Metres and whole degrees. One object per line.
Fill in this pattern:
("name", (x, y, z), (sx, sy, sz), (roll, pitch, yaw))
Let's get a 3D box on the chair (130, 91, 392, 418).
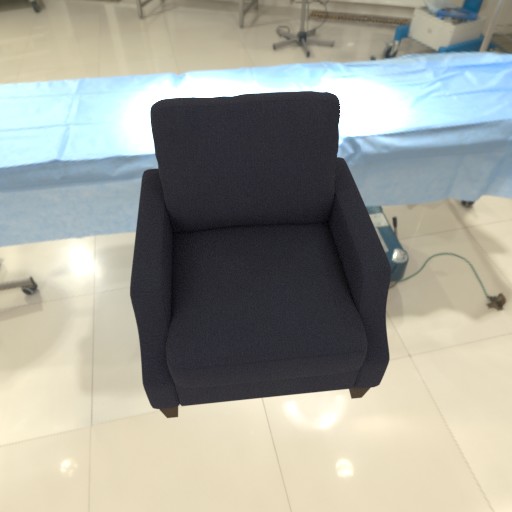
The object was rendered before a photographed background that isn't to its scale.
("chair", (0.000, 0.000, 1.670), (0.855, 0.991, 0.897), (-5, 47, -4))
